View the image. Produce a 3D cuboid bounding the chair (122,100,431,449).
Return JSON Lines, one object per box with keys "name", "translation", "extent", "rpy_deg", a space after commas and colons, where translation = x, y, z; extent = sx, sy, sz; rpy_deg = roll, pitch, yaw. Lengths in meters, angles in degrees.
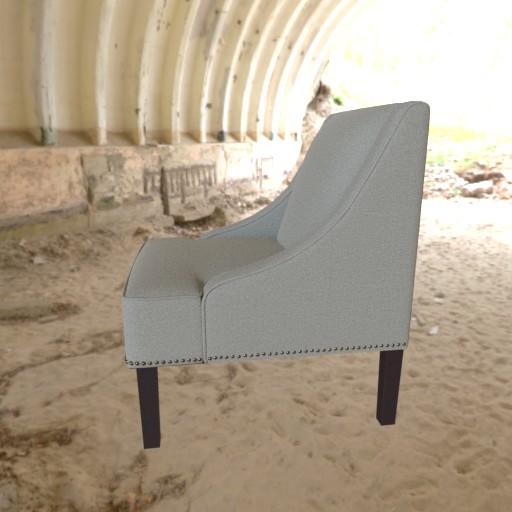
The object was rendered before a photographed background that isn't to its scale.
{"name": "chair", "translation": [0.000, 0.000, 1.351], "extent": [0.737, 0.864, 0.610], "rpy_deg": [-2, 15, -8]}
